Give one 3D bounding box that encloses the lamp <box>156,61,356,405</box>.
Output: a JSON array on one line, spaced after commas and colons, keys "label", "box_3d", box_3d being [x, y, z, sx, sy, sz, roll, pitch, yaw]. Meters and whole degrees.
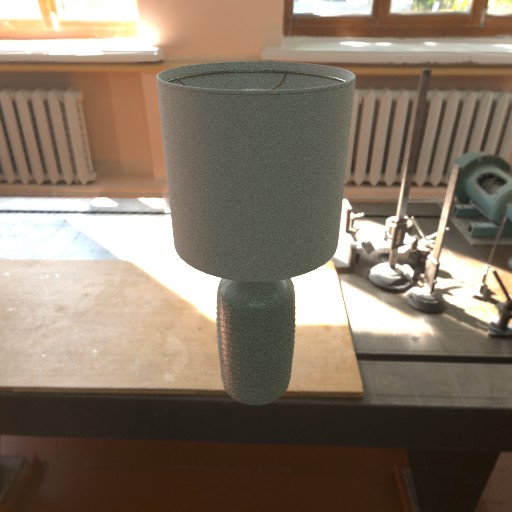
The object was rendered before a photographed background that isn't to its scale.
[{"label": "lamp", "box_3d": [0.000, 0.000, 0.617, 0.220, 0.475, 0.220, 20, 36, 31]}]
